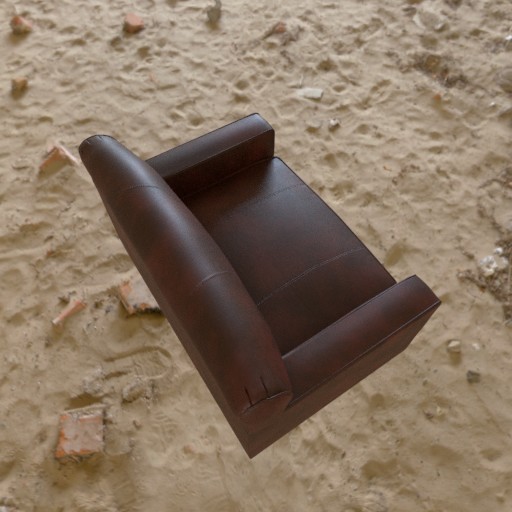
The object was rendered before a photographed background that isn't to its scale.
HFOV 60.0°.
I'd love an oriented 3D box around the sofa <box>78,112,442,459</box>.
[{"bbox_3d":[0.000,0.000,2.099,1.000,0.956,1.413,-29,62,-17],"label":"sofa"}]
